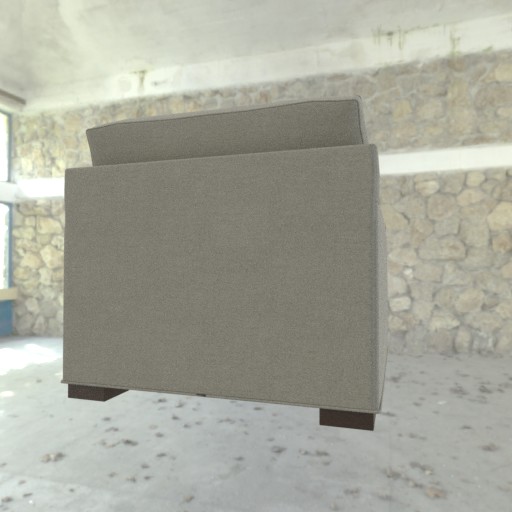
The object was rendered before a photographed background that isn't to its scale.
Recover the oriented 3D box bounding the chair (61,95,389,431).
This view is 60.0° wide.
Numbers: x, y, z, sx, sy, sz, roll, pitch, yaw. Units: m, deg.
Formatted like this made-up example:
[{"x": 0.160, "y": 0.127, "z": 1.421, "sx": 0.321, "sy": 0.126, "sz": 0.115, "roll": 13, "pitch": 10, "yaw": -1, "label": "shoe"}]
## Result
[{"x": 0.000, "y": 0.000, "z": 1.778, "sx": 0.999, "sy": 0.934, "sz": 1.044, "roll": 0, "pitch": -1, "yaw": 18, "label": "chair"}]
